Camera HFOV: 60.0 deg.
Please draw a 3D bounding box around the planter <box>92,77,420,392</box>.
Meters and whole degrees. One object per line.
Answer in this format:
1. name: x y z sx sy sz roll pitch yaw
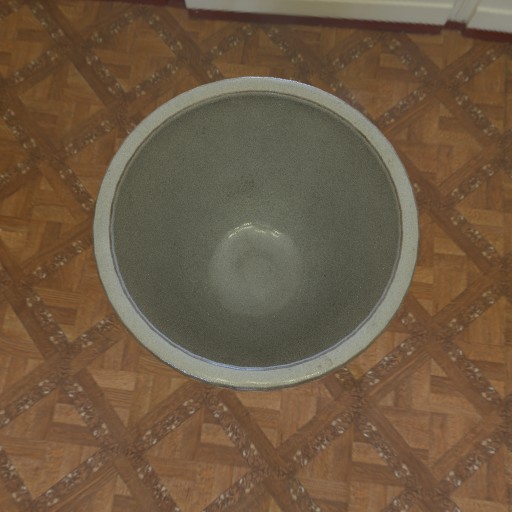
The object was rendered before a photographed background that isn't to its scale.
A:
1. planter: 0.000 0.000 0.247 0.139 0.130 0.139 0 76 0
